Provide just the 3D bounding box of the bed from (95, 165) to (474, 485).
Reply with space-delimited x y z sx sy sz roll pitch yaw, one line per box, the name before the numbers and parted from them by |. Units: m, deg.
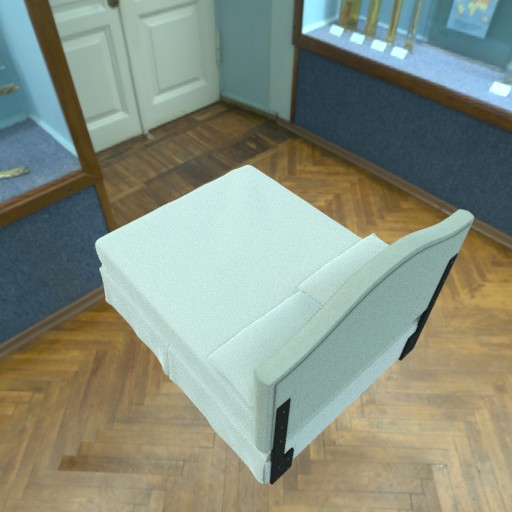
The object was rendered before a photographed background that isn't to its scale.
bed | 0.000 0.000 3.320 1.813 1.607 2.180 -32 54 -27
